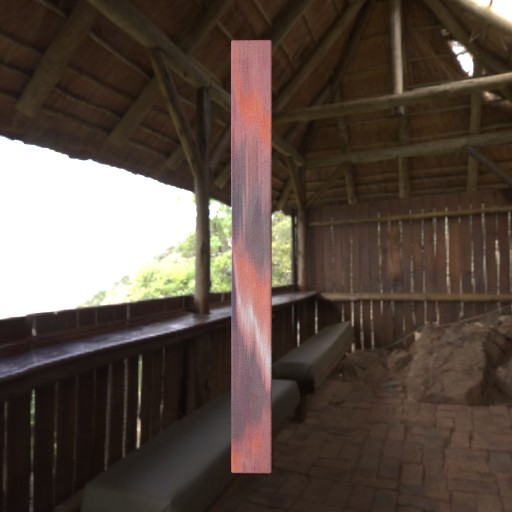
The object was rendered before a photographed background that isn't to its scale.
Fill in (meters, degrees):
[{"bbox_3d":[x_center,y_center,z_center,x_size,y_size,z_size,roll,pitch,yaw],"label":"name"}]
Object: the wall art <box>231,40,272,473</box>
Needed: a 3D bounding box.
[{"bbox_3d":[0.000,0.000,0.616,0.038,0.406,0.403,0,0,1],"label":"wall art"}]
